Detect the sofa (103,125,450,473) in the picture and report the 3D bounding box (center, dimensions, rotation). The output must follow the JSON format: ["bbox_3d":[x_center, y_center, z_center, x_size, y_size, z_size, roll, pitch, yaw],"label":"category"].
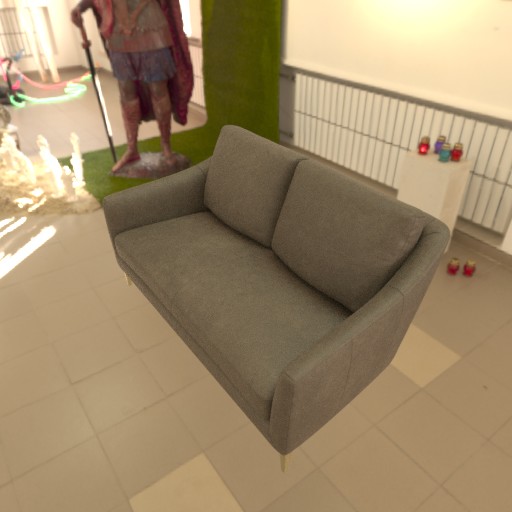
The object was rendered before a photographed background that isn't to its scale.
[{"bbox_3d":[0.000,0.000,2.206,0.960,0.902,1.619,-23,40,-30],"label":"sofa"}]
